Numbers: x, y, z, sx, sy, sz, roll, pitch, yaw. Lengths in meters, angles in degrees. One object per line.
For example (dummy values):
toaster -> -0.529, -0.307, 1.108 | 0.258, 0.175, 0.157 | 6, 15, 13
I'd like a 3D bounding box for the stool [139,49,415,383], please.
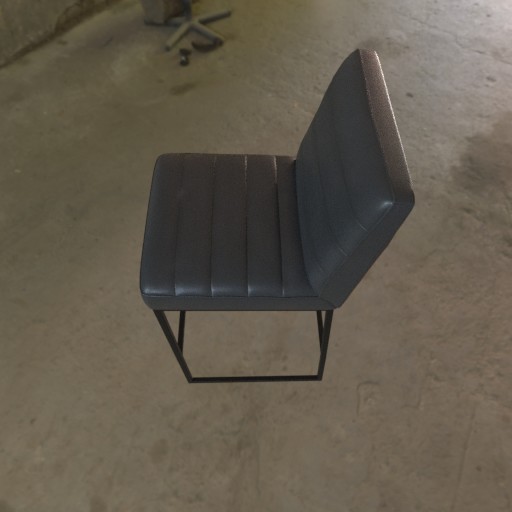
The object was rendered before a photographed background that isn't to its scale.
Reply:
stool -> 0.000, 0.000, 1.294 | 0.552, 1.040, 0.457 | -1, 58, -1
